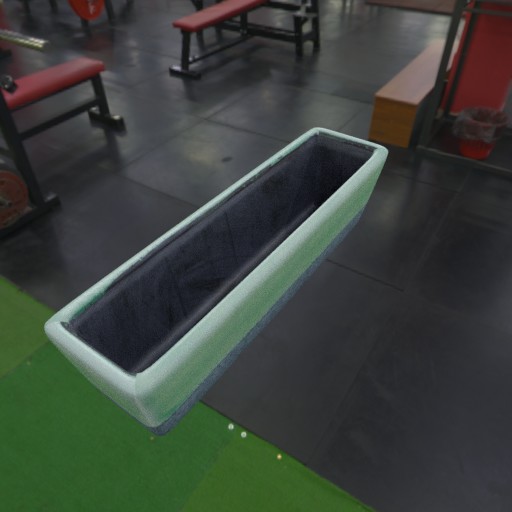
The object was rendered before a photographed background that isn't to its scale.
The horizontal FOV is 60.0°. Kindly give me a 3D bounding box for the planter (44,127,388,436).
[{"bbox_3d":[0.000,0.000,0.311,0.072,0.072,0.275,26,48,26],"label":"planter"}]
